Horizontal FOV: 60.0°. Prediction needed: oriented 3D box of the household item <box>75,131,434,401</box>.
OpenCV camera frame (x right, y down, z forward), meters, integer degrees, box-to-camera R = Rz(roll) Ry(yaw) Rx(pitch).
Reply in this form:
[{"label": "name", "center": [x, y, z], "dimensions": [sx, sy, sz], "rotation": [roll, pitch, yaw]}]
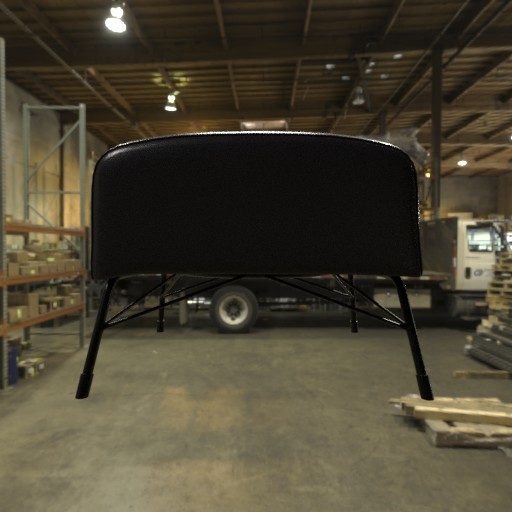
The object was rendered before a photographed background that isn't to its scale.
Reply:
[{"label": "household item", "center": [0.000, 0.000, 0.907], "dimensions": [0.530, 0.410, 0.530], "rotation": [0, 1, 1]}]
